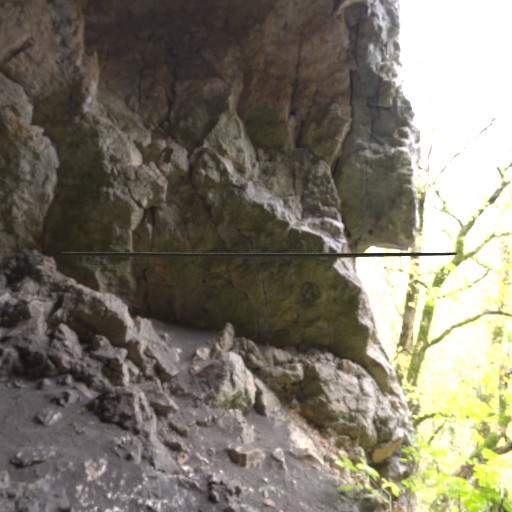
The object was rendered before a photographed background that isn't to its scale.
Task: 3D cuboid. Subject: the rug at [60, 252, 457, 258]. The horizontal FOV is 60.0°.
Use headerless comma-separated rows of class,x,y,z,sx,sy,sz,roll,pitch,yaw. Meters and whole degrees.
rug,0.000,0.000,2.918,1.606,0.017,2.270,0,0,-1
